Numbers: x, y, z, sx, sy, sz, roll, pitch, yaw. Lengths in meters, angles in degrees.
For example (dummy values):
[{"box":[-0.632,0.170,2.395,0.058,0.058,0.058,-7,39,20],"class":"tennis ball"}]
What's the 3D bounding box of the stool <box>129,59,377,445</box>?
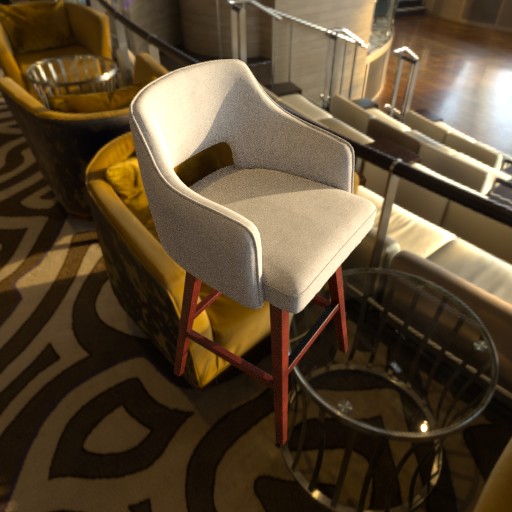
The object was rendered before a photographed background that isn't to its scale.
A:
[{"box":[0.000,0.000,1.368,0.558,1.012,0.548,25,46,26],"class":"stool"}]
